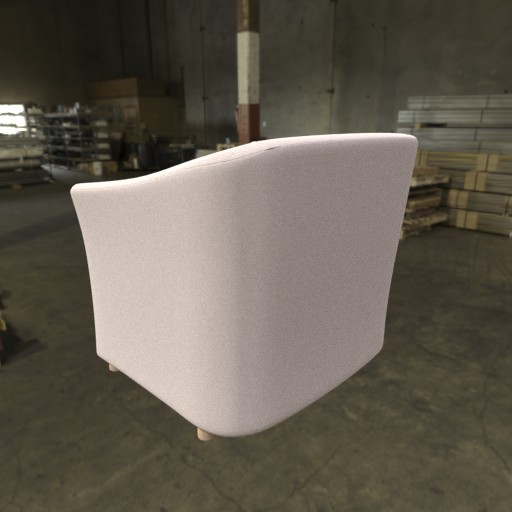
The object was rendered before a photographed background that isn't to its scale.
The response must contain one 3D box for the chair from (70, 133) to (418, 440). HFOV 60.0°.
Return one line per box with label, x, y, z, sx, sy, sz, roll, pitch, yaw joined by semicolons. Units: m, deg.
chair;0.000;0.000;1.331;0.700;0.720;0.790;16;23;42
